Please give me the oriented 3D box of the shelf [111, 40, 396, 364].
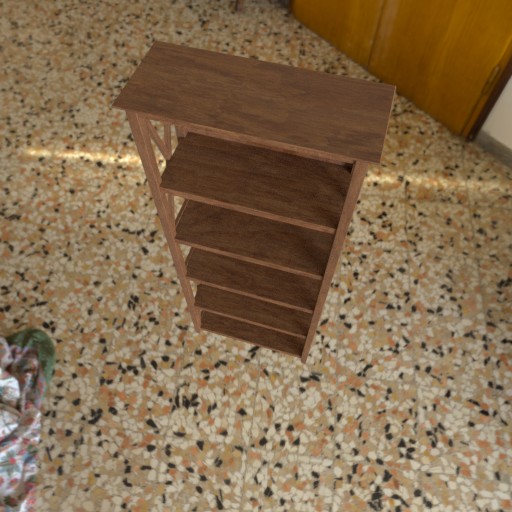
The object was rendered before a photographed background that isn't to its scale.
[{"bbox_3d":[0.000,0.000,2.164,0.805,1.905,0.335,14,60,8],"label":"shelf"}]
